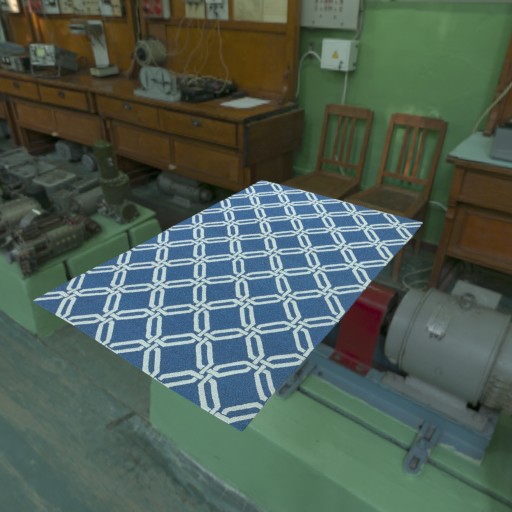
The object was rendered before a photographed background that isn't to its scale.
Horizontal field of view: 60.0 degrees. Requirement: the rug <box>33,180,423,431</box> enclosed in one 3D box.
[{"bbox_3d":[0.000,0.000,2.249,1.153,0.010,1.755,20,37,30],"label":"rug"}]
